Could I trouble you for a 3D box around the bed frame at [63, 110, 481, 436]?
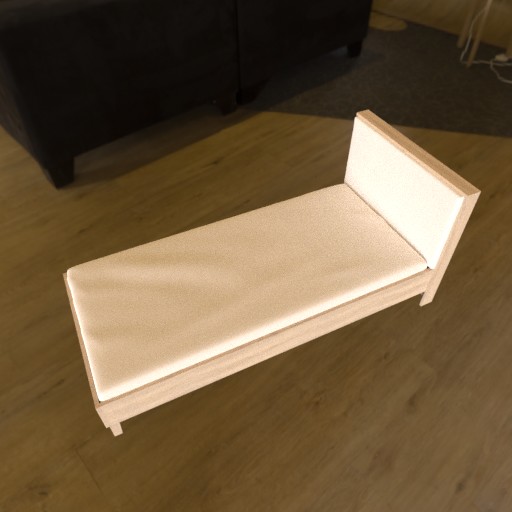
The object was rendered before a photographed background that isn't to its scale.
[{"bbox_3d":[0.000,0.000,2.633,2.140,0.920,0.990,-19,48,-18],"label":"bed frame"}]
